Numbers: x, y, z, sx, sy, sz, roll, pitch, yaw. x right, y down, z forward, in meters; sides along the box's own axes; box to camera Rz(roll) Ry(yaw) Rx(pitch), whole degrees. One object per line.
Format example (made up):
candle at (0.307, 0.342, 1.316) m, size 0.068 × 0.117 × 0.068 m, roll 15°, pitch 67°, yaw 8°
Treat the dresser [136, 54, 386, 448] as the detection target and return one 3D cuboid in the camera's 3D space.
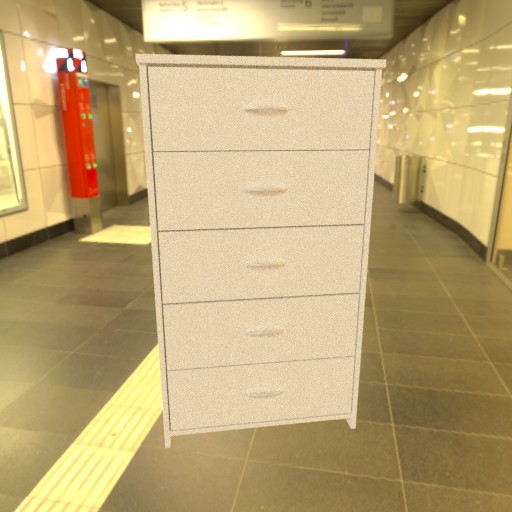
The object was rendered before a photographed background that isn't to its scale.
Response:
dresser at (0.000, 0.000, 1.578) m, size 0.704 × 1.255 × 0.399 m, roll -2°, pitch 16°, yaw -8°
